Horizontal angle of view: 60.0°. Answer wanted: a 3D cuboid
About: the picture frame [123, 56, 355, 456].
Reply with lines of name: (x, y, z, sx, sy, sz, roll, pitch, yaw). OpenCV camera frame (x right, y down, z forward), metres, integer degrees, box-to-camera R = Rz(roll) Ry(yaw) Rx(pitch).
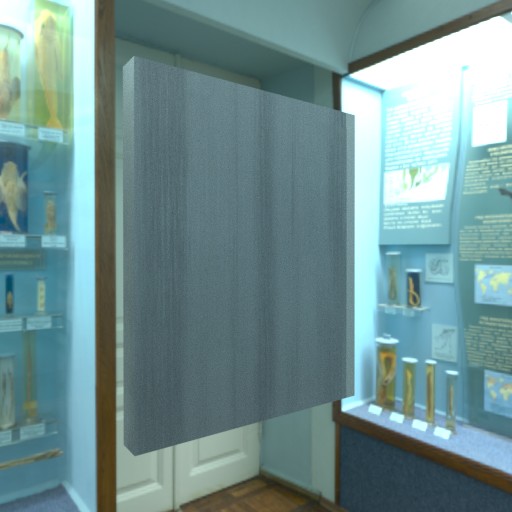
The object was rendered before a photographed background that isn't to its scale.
picture frame: (0.000, 0.000, 0.764, 0.449, 0.555, 0.046, 0, 0, -36)
